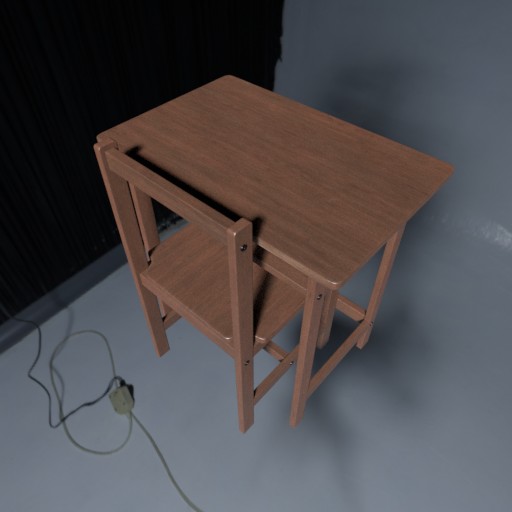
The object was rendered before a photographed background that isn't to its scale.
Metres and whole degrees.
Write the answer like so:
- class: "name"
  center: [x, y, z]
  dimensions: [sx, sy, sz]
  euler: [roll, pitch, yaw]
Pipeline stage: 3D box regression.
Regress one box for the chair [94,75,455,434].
- class: "chair"
  center: [0.000, 0.000, 1.042]
  dimensions: [0.599, 0.673, 0.463]
  euler: [33, 54, 28]
